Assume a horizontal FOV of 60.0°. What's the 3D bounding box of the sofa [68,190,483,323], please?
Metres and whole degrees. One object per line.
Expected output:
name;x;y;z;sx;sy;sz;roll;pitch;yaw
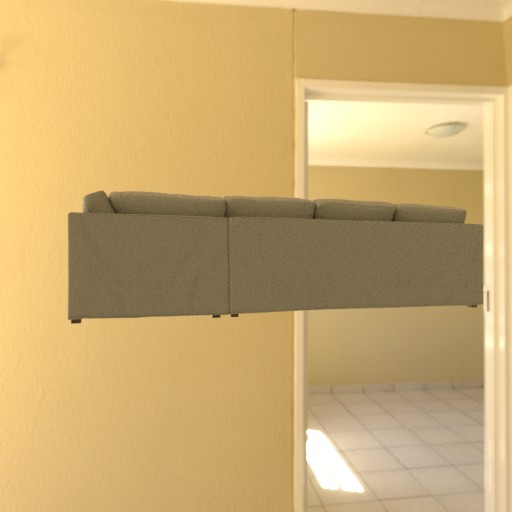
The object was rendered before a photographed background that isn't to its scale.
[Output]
sofa;0.000;0.000;4.316;3.182;0.871;2.432;0;0;-17
